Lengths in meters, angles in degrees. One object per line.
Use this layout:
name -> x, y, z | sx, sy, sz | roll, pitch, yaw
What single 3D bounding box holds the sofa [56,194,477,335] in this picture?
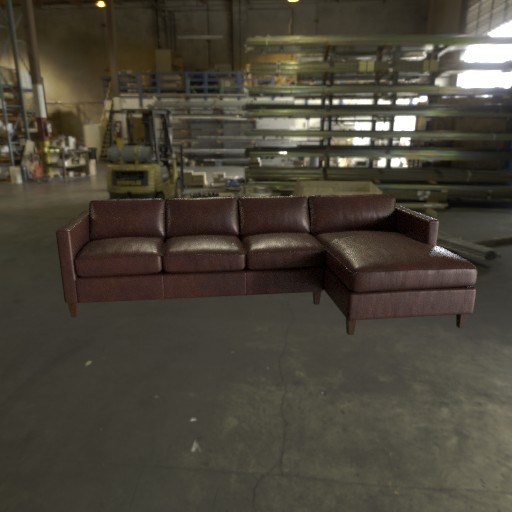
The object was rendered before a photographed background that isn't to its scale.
sofa -> 0.000, 0.000, 3.873 | 3.203, 0.883, 1.581 | -2, 16, -7
